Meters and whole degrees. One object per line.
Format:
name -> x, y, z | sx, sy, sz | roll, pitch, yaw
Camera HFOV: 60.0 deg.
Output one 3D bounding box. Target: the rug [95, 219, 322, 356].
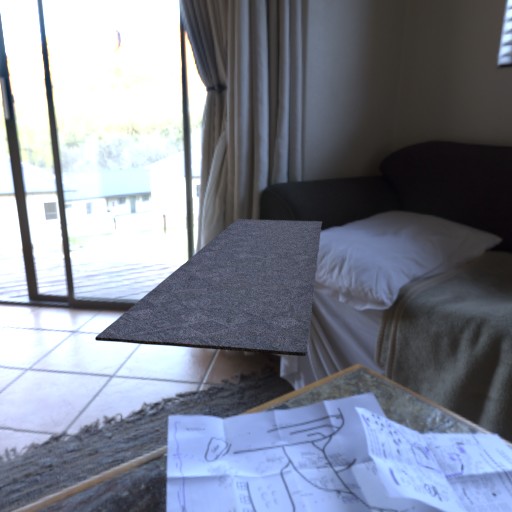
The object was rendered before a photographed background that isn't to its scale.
rug -> 0.000, 0.000, 2.478 | 0.691, 0.011, 2.296 | 2, 15, 9
